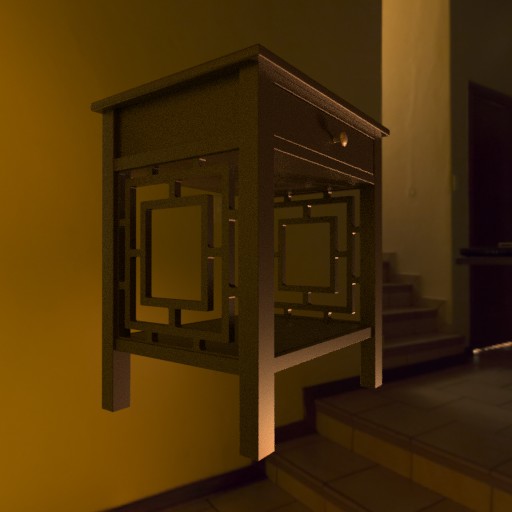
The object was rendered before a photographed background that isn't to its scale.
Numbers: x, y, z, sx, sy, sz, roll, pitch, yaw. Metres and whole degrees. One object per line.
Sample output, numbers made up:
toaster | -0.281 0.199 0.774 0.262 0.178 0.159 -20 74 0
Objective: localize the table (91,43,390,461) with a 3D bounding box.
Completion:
table | 0.000 0.000 1.025 0.451 0.646 0.564 0 0 36
